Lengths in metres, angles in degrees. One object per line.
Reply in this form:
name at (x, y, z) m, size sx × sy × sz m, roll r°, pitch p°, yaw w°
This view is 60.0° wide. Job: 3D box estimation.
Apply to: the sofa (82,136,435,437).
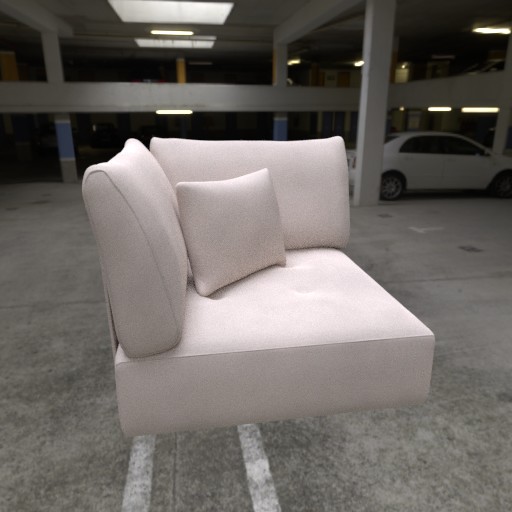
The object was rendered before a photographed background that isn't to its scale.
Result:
sofa at (0.000, 0.000, 1.679) m, size 1.000 × 0.820 × 1.000 m, roll -3°, pitch 19°, yaw -9°
